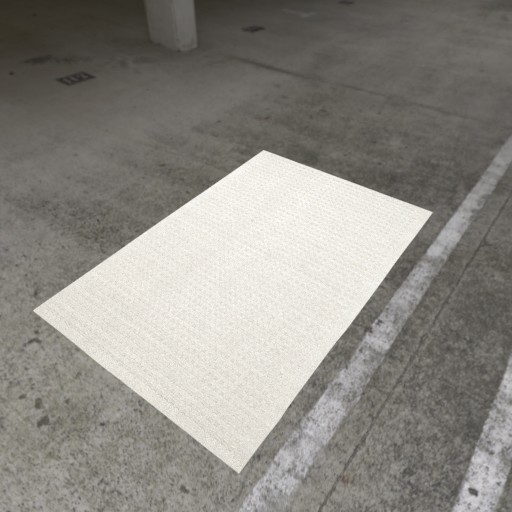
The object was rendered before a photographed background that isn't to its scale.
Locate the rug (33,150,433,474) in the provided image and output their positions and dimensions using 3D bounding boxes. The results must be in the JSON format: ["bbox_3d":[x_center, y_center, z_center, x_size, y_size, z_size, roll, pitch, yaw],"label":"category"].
[{"bbox_3d":[0.000,0.000,2.898,1.523,0.006,2.289,27,49,26],"label":"rug"}]
